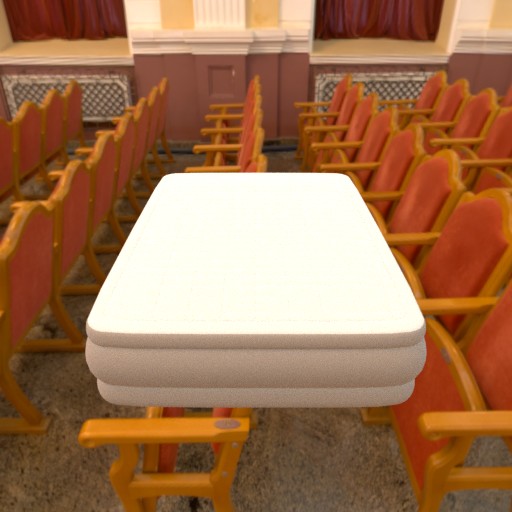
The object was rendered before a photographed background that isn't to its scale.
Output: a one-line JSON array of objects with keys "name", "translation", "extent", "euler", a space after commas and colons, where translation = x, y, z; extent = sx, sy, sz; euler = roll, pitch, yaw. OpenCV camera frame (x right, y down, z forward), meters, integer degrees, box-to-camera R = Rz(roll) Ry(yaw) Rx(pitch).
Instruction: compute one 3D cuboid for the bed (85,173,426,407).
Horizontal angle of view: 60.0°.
[{"name": "bed", "translation": [0.000, 0.000, 2.733], "extent": [1.520, 0.460, 2.036], "euler": [0, 30, 0]}]
